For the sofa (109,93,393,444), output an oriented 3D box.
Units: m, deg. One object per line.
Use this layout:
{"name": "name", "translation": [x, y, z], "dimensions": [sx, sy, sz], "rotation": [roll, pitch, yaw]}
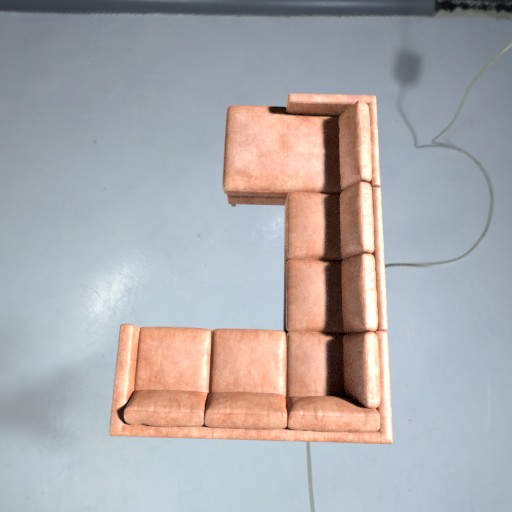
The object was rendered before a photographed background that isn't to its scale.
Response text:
{"name": "sofa", "translation": [0.000, 0.000, 4.491], "dimensions": [2.430, 0.832, 3.401], "rotation": [1, 75, 0]}
